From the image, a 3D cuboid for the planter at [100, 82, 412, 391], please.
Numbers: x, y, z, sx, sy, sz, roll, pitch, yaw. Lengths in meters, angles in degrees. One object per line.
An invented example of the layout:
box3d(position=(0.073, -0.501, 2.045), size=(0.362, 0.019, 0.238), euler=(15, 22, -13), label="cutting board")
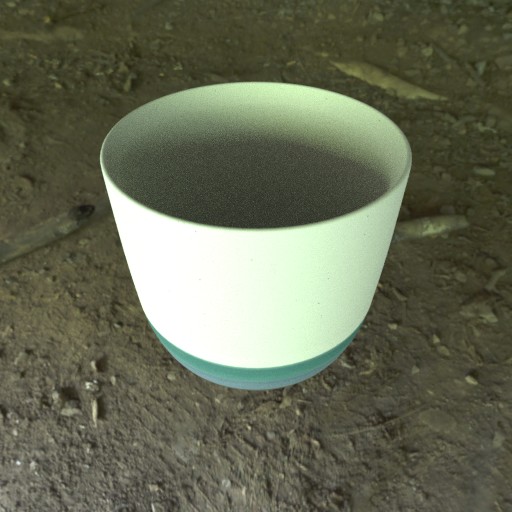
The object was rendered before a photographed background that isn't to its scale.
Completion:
box3d(position=(0.000, 0.000, 0.369), size=(0.204, 0.214, 0.204), euler=(0, 42, 0), label="planter")
